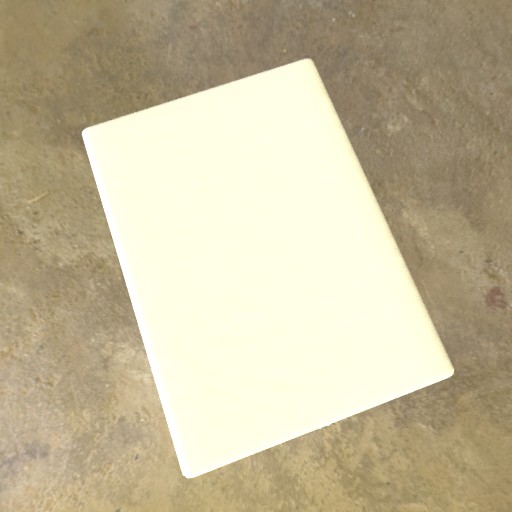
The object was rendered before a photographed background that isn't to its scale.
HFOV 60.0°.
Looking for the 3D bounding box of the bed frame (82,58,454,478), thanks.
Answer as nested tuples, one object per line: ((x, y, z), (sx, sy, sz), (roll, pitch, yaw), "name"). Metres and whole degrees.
((0.000, 0.000, 2.536), (1.400, 0.561, 1.900), (-19, 77, -5), "bed frame")
